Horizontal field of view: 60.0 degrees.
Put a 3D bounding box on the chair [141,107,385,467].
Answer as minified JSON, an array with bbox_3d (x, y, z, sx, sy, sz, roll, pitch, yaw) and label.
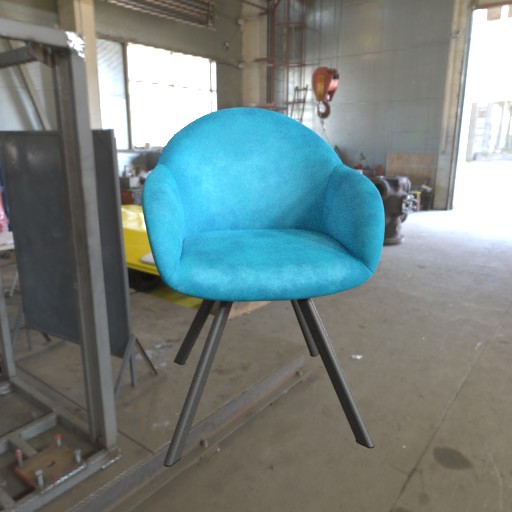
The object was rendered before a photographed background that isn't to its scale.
[{"bbox_3d":[0.000,0.000,1.192,0.550,0.795,0.590,-2,15,-7],"label":"chair"}]
